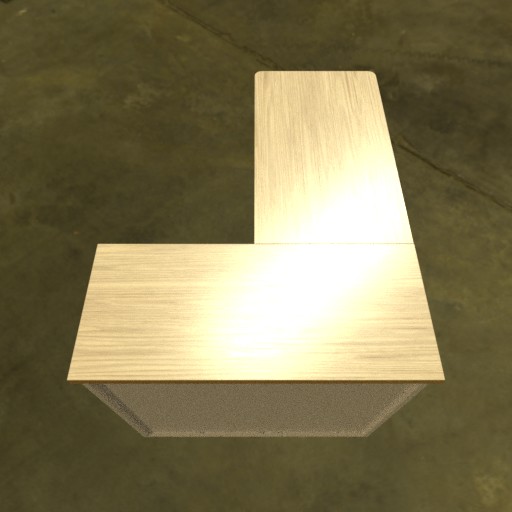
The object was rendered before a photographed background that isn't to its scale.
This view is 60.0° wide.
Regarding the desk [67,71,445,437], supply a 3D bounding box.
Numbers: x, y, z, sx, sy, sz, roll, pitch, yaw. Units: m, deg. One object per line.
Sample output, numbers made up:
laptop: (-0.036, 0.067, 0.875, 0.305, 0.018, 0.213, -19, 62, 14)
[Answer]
desk: (0.000, 0.000, 1.685, 0.900, 0.760, 1.170, 0, 58, 0)
